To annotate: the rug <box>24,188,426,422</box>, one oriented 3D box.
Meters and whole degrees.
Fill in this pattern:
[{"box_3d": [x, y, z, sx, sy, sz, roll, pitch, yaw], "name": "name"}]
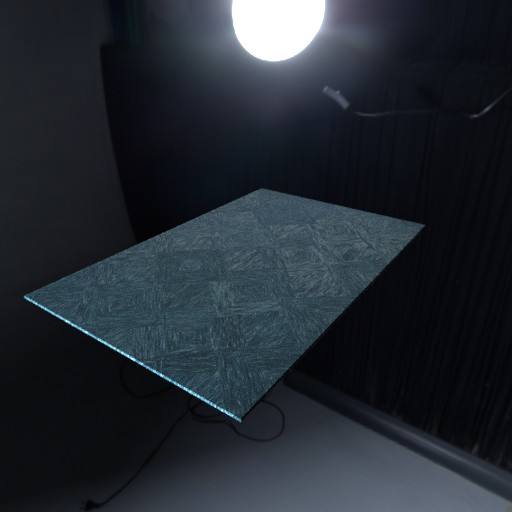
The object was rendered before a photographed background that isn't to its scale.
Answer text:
[{"box_3d": [0.000, 0.000, 2.860, 1.490, 0.015, 2.277, 18, 32, 31], "name": "rug"}]
